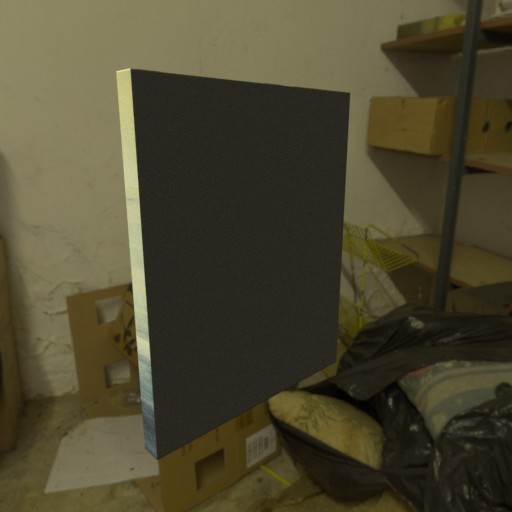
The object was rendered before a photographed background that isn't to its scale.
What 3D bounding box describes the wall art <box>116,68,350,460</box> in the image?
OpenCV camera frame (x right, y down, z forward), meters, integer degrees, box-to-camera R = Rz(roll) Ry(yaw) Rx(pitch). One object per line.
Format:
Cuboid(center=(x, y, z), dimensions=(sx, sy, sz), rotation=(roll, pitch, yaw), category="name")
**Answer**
Cuboid(center=(0.000, 0.000, 0.836), dimensions=(0.489, 0.608, 0.040), rotation=(-14, 20, -41), category="wall art")
